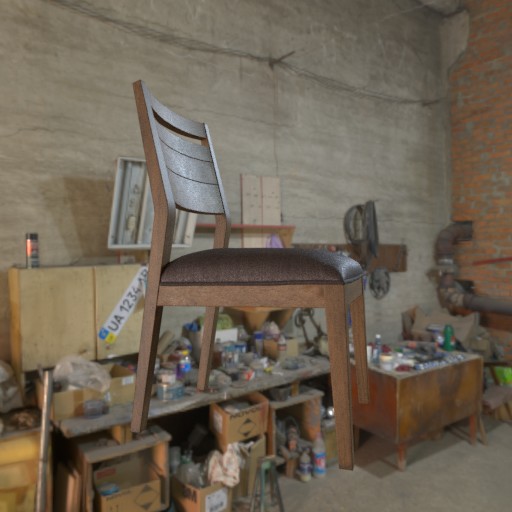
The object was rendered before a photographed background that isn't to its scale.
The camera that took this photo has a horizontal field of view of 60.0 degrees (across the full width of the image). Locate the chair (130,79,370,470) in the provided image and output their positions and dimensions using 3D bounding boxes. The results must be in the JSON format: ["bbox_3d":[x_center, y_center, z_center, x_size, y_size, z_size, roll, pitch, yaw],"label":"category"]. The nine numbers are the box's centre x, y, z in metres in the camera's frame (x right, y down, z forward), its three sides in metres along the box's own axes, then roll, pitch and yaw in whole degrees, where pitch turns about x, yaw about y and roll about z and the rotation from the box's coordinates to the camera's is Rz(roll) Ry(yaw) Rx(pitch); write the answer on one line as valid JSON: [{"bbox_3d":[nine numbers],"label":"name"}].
[{"bbox_3d":[0.000,0.000,1.298,0.610,0.939,0.501,0,0,18],"label":"chair"}]
